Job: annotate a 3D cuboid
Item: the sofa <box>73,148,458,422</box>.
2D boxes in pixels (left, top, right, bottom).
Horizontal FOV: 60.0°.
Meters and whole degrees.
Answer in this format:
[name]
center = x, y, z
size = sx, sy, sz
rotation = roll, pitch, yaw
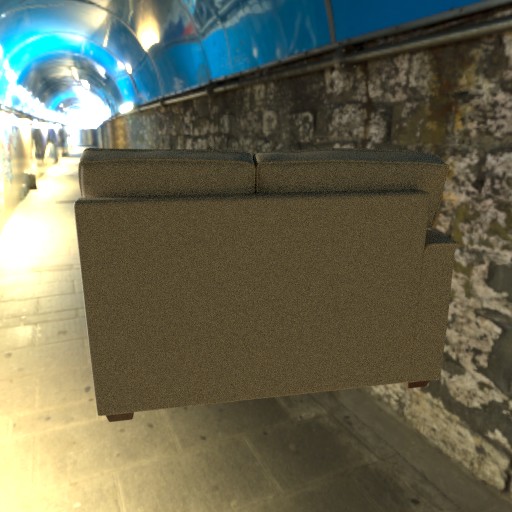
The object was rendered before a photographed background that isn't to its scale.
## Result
[sofa]
center = 0.000, 0.000, 2.040
size = 1.388, 0.989, 0.991
rotation = -3, 15, -10
